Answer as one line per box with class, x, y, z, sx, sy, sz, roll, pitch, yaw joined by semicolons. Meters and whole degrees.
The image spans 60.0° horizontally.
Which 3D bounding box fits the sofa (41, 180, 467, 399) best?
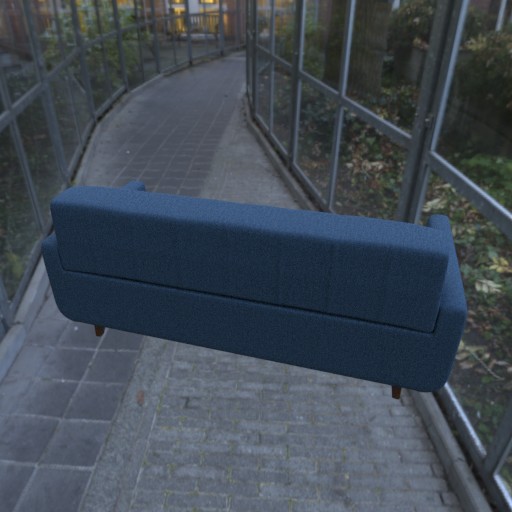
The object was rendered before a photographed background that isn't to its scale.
sofa;0.000;0.000;2.486;2.055;0.884;0.942;8;32;14
